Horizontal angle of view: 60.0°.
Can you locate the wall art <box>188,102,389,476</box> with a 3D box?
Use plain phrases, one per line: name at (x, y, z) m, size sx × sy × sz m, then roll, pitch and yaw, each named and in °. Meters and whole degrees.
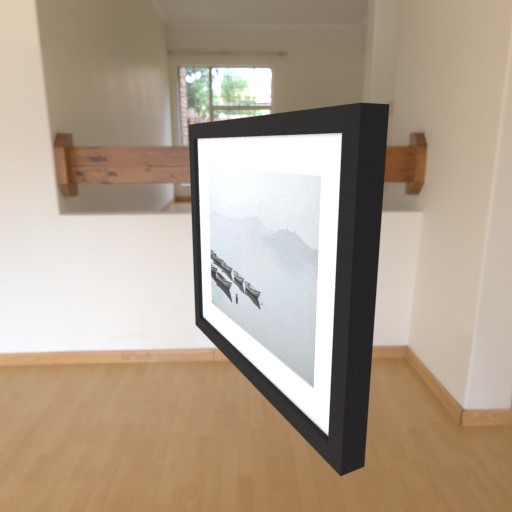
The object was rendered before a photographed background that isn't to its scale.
wall art at (0.000, 0.000, 0.544) m, size 0.028 × 0.325 × 0.397 m, roll -7°, pitch 16°, yaw -26°
